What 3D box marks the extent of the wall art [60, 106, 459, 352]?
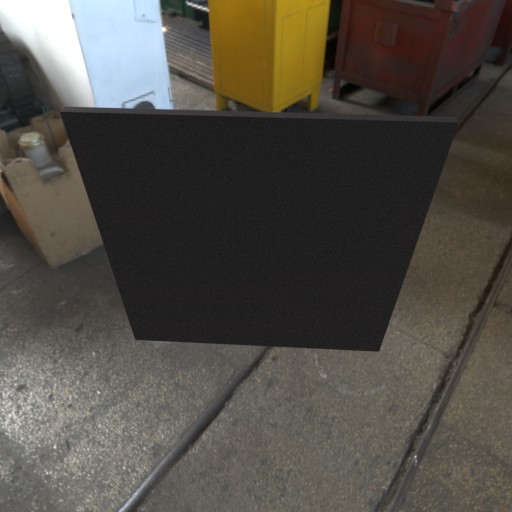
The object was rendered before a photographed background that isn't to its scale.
[{"bbox_3d":[0.000,0.000,0.671,0.456,0.458,0.013,2,45,2],"label":"wall art"}]
